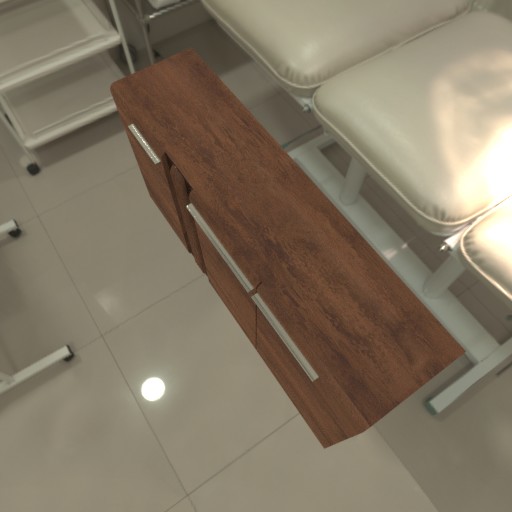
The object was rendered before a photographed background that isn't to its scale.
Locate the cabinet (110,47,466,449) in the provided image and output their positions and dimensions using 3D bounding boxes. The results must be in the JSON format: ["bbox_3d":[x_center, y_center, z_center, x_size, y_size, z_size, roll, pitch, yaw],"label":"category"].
[{"bbox_3d":[0.000,0.000,1.962,0.420,0.900,1.600,-31,68,-15],"label":"cabinet"}]
